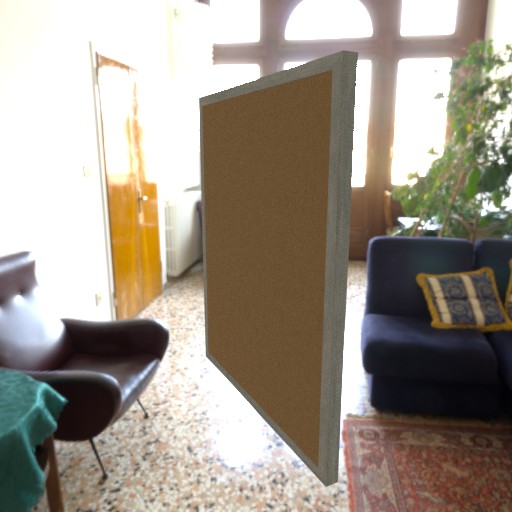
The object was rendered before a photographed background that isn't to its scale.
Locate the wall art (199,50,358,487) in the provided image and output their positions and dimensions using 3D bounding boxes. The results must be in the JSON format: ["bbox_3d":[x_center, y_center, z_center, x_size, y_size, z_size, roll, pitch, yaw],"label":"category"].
[{"bbox_3d":[0.000,0.000,0.785,0.022,0.582,0.479,-6,14,-27],"label":"wall art"}]
